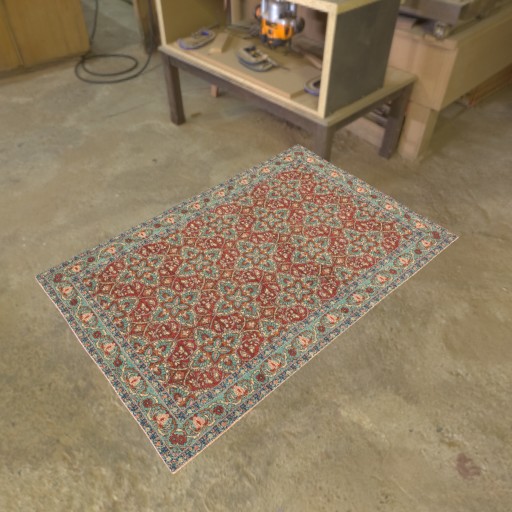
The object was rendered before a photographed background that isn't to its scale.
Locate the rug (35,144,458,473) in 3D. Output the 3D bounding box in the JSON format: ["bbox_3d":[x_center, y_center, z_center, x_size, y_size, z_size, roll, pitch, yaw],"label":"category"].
[{"bbox_3d":[0.000,0.000,2.277,1.829,0.009,1.219,-32,54,-27],"label":"rug"}]
